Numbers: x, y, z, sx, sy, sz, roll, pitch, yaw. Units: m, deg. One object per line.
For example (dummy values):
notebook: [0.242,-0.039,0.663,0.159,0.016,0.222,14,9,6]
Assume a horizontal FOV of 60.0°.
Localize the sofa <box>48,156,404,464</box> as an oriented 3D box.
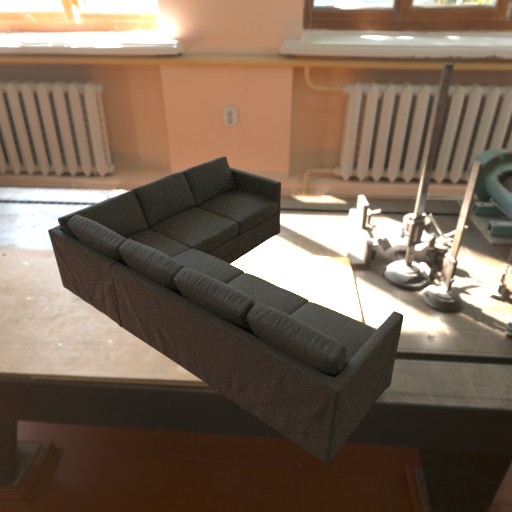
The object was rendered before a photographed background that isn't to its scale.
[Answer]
sofa: [0.000,0.000,4.286,3.182,0.871,2.432,22,37,33]
